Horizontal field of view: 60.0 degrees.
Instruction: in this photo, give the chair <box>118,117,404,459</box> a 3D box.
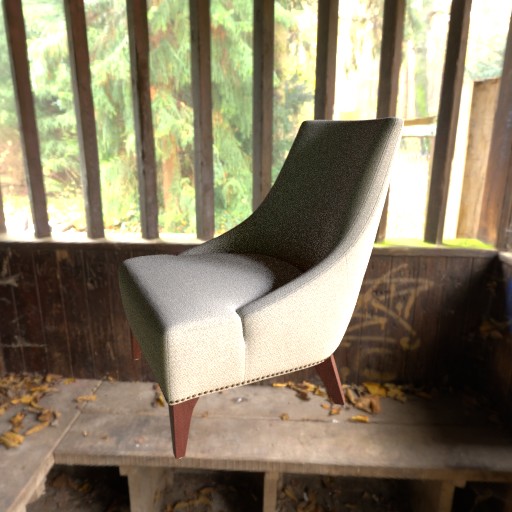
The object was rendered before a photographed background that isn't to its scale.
[{"bbox_3d":[0.000,0.000,1.525,0.861,0.909,0.701,-7,18,-25],"label":"chair"}]
